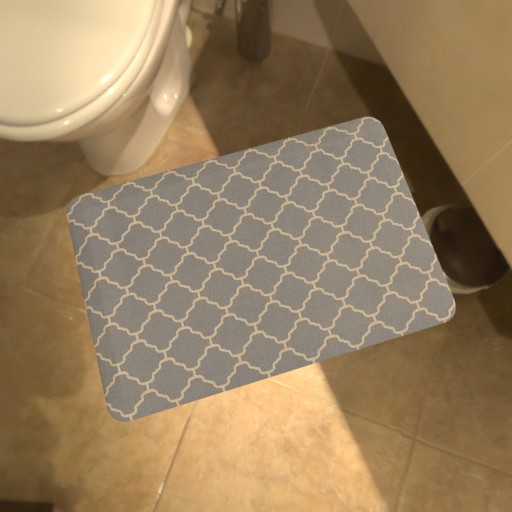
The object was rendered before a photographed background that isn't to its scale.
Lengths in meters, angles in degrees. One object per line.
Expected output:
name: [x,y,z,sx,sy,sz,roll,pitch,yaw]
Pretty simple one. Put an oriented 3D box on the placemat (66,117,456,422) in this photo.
placemat: [0.000,0.000,0.970,0.762,0.021,0.508,-16,77,-4]
